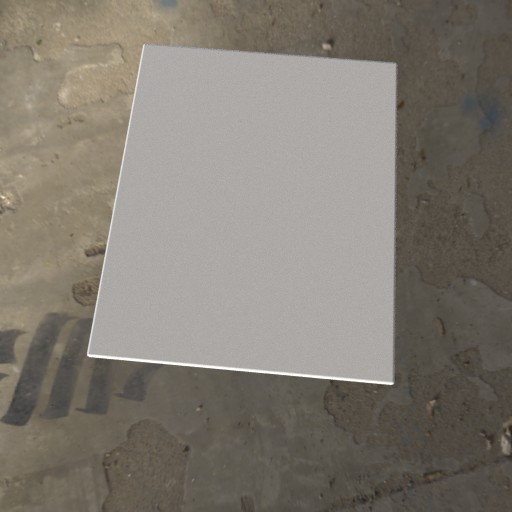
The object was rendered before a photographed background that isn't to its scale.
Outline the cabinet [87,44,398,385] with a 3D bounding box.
[{"bbox_3d":[0.000,0.000,1.029,0.431,0.723,0.520,5,75,1],"label":"cabinet"}]
